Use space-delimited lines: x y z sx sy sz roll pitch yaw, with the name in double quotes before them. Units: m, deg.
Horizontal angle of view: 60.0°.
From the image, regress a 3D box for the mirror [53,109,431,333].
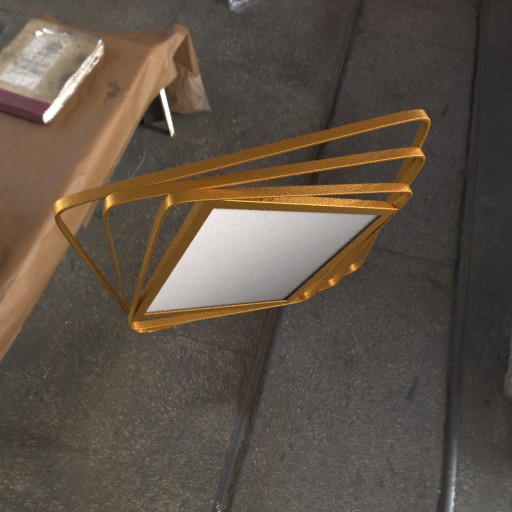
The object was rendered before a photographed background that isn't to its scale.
"mirror" 0.000 0.000 0.703 0.470 0.468 0.045 -16 65 -8
